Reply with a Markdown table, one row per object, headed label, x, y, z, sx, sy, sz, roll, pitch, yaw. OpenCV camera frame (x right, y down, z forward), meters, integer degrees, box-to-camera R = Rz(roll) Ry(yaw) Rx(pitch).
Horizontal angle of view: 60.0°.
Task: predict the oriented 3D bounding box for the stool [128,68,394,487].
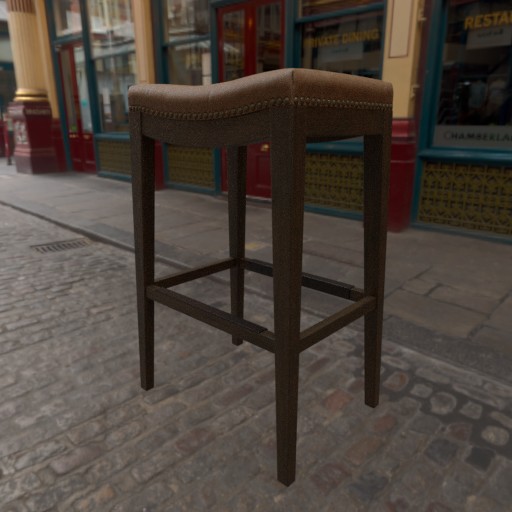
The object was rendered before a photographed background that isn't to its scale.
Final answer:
| label | x | y | z | sx | sy | sz | roll | pitch | yaw |
| --- | --- | --- | --- | --- | --- | --- | --- | --- | --- |
| stool | 0.000 | 0.000 | 1.034 | 0.500 | 0.759 | 0.361 | 15 | 22 | 41 |
